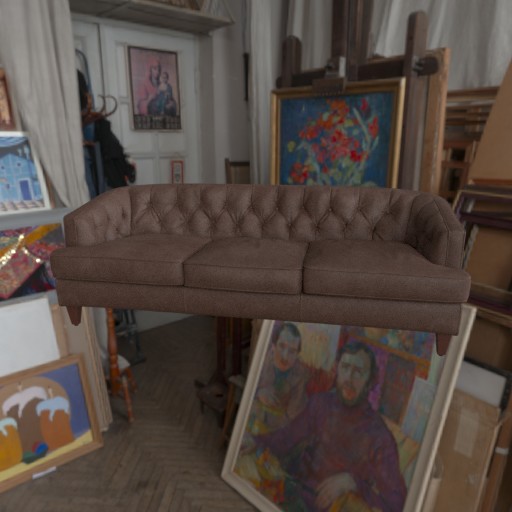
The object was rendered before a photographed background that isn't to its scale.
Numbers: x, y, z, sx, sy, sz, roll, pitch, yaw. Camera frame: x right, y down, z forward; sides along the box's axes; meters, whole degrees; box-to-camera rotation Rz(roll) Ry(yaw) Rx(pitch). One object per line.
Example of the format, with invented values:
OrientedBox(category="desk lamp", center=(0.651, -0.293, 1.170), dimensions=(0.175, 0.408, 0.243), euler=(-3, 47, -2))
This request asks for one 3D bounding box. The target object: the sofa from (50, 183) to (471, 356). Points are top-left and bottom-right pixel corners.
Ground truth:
OrientedBox(category="sofa", center=(0.000, 0.000, 2.686), dimensions=(2.227, 0.787, 0.927), euler=(3, 15, 10))
